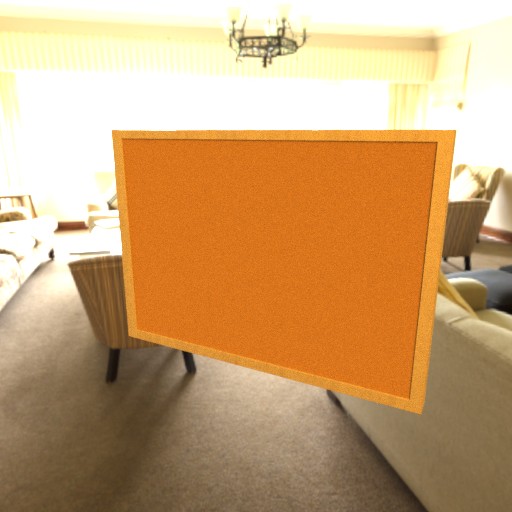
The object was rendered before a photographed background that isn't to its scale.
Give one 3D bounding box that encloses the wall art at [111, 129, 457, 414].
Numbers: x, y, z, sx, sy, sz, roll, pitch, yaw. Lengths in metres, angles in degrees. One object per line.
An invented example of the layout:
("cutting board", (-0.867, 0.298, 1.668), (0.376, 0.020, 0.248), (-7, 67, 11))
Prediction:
("wall art", (0.000, 0.000, 0.693), (0.532, 0.380, 0.032), (8, 18, 26))
